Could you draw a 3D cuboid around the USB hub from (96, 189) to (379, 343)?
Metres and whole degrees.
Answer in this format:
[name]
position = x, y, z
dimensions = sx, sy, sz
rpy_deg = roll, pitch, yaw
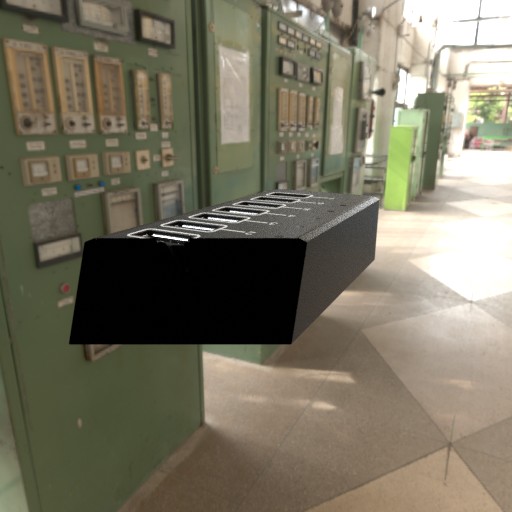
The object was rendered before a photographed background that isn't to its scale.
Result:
[USB hub]
position = 0.000, 0.000, 0.127
dimensions = 0.044, 0.023, 0.110
rpy_deg = 9, 19, 27
